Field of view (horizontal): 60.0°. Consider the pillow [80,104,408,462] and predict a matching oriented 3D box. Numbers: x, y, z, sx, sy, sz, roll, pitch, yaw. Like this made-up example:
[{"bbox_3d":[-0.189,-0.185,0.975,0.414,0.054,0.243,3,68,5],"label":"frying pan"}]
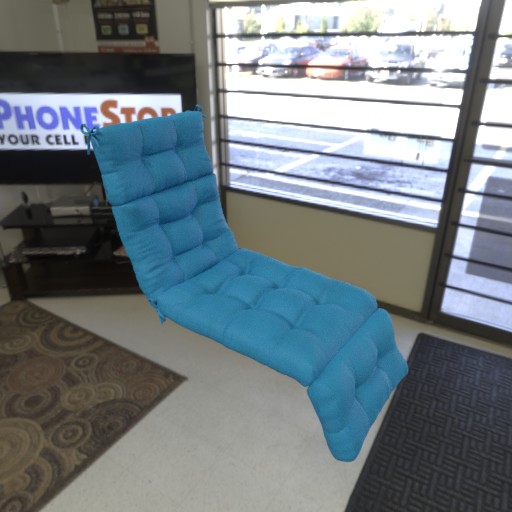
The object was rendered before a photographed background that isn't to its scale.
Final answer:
[{"bbox_3d":[0.000,0.000,1.493,1.016,0.863,0.526,18,31,31],"label":"pillow"}]
